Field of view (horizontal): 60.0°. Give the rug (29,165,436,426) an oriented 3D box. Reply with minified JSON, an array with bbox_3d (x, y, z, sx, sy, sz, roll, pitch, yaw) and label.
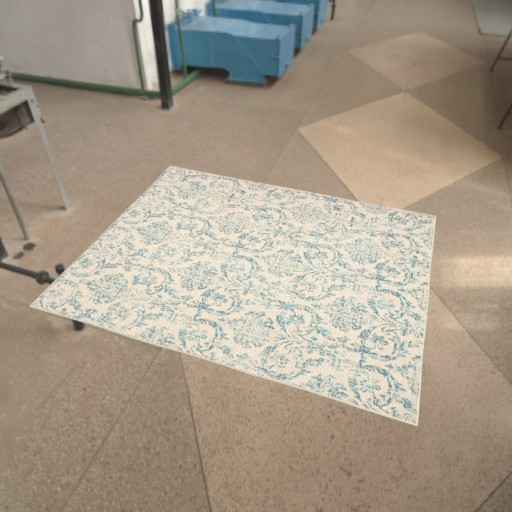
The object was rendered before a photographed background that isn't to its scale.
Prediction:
[{"bbox_3d":[0.000,0.000,3.973,2.980,0.012,2.363,13,43,15],"label":"rug"}]
